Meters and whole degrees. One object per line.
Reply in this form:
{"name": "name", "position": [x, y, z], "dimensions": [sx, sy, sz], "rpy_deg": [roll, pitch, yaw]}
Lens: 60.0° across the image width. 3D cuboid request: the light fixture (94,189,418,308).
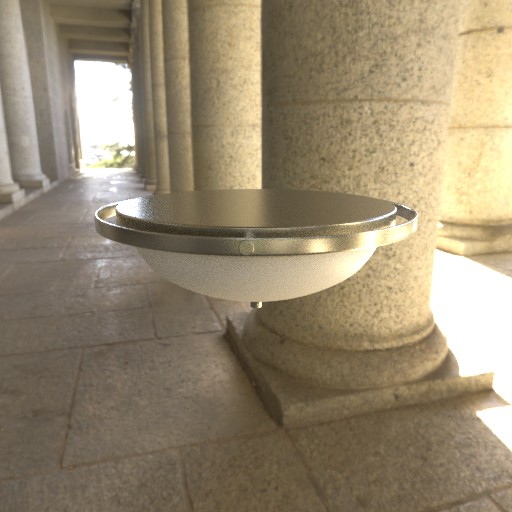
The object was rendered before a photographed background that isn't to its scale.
{"name": "light fixture", "position": [0.000, 0.000, 0.539], "dimensions": [0.361, 0.130, 0.361], "rpy_deg": [0, 14, 0]}
